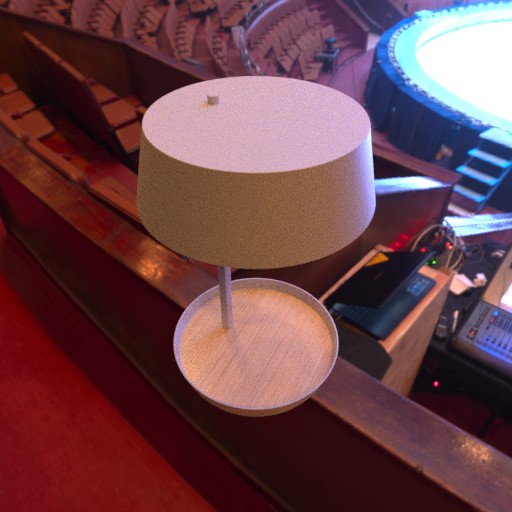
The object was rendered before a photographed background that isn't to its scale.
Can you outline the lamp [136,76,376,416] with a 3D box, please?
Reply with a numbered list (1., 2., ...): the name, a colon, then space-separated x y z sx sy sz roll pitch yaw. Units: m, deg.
1. lamp: 0.000 0.000 0.622 0.291 0.429 0.291 0 41 0
